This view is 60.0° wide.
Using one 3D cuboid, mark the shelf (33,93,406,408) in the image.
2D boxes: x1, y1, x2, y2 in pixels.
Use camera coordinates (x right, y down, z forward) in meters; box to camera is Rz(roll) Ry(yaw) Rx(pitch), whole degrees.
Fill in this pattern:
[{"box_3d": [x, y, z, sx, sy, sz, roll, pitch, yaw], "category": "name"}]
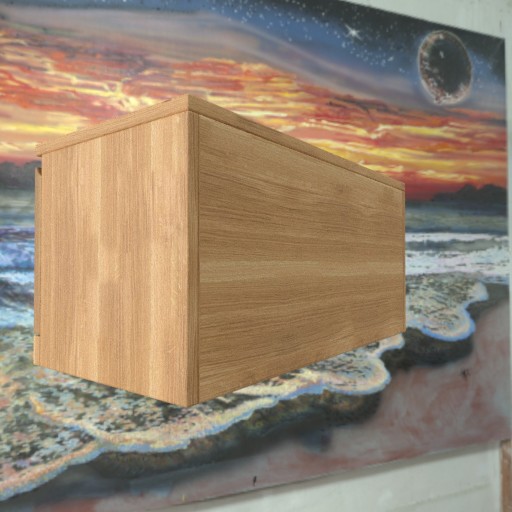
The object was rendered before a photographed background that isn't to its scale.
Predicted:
[{"box_3d": [0.000, 0.000, 0.999, 0.400, 0.400, 0.800, -1, -1, 38], "category": "shelf"}]
